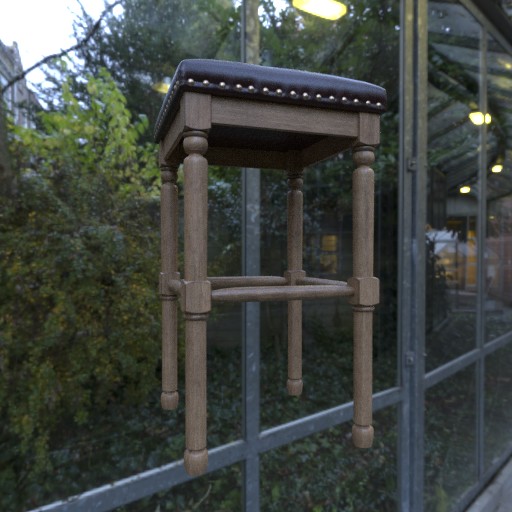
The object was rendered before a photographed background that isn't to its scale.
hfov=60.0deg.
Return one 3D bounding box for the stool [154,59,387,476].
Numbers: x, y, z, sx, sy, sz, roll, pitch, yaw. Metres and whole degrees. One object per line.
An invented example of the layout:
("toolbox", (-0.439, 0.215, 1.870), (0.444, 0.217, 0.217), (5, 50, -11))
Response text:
("stool", (0.000, 0.000, 0.923), (0.382, 0.702, 0.383), (0, 1, -19))
